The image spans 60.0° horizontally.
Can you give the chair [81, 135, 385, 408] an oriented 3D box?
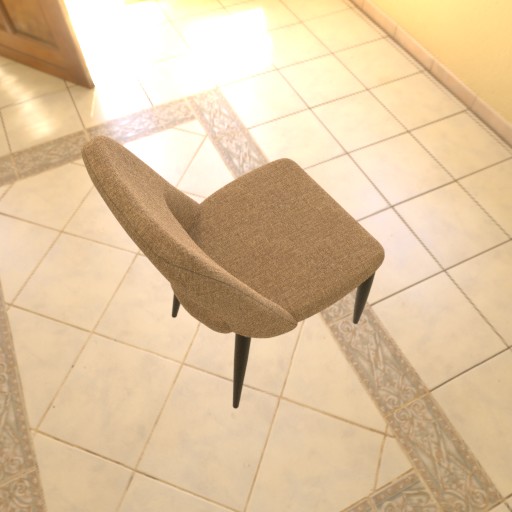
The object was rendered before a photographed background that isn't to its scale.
[{"bbox_3d":[0.000,0.000,1.216,0.612,0.931,0.470,-31,63,-18],"label":"chair"}]
